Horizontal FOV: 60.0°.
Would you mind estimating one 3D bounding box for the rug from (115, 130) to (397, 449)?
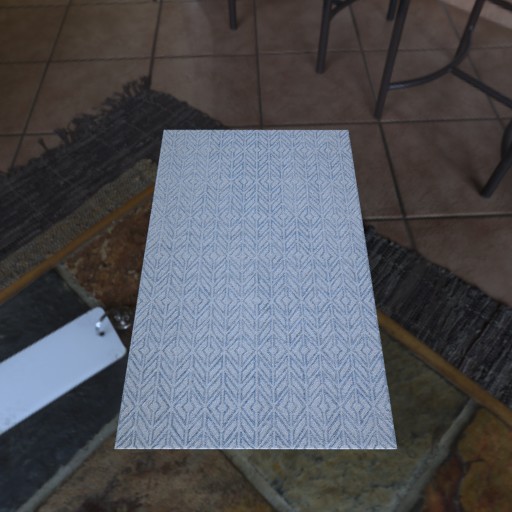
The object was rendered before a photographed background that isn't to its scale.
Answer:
[{"bbox_3d":[0.000,0.000,3.031,1.526,0.008,2.441,0,59,0],"label":"rug"}]
